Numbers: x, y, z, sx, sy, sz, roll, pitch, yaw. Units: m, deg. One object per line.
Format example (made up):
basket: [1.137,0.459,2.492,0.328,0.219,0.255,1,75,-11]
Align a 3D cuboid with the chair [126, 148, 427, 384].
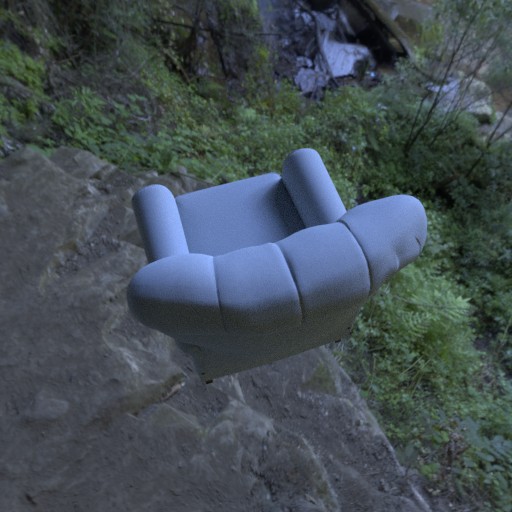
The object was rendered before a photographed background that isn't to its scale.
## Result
chair: [0.000,0.000,2.113,1.090,1.217,1.128,-16,60,-9]
